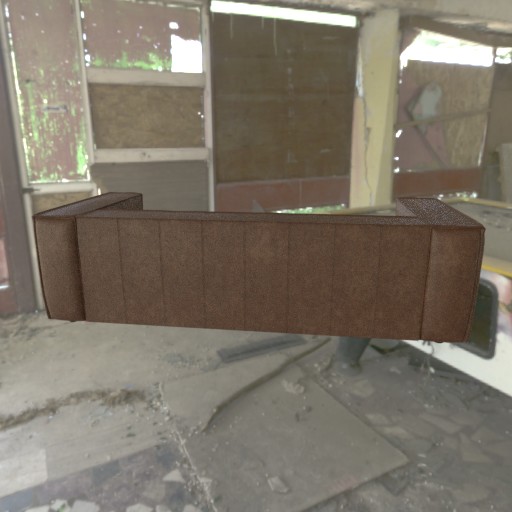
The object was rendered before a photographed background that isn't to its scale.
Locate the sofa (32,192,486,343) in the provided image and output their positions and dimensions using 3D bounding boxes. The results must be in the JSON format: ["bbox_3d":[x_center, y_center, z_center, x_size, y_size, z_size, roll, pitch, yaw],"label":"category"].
[{"bbox_3d":[0.000,0.000,3.010,2.581,0.701,1.102,2,16,7],"label":"sofa"}]
